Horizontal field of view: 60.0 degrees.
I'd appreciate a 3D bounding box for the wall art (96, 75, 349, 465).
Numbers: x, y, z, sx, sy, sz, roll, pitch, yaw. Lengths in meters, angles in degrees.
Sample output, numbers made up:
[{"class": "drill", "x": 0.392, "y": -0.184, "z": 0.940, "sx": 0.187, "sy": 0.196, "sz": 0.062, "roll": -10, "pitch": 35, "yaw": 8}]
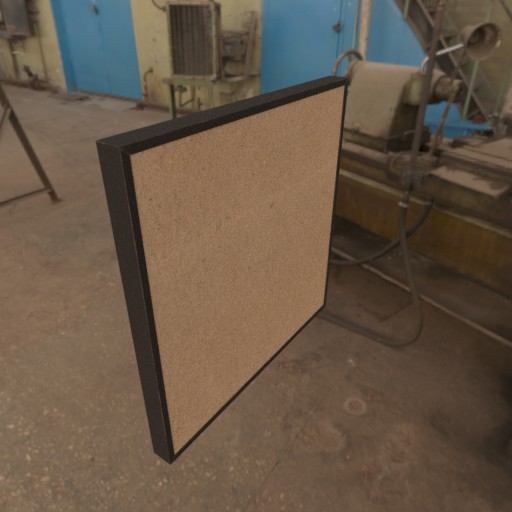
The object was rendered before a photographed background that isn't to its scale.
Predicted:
[{"class": "wall art", "x": 0.000, "y": 0.000, "z": 0.752, "sx": 0.038, "sy": 0.508, "sz": 0.508, "roll": 21, "pitch": 36, "yaw": 30}]
